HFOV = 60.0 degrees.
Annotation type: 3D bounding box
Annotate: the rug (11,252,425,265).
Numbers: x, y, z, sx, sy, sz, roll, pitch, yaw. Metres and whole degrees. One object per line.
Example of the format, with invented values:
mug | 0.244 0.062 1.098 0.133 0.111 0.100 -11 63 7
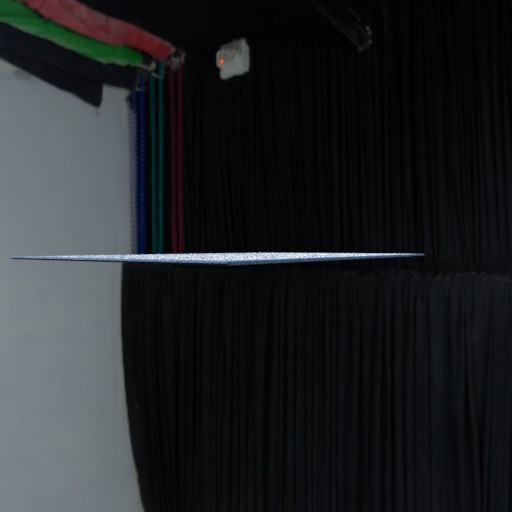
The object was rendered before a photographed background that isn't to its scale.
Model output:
rug | 0.000 0.000 2.951 1.526 0.015 2.441 1 1 36
